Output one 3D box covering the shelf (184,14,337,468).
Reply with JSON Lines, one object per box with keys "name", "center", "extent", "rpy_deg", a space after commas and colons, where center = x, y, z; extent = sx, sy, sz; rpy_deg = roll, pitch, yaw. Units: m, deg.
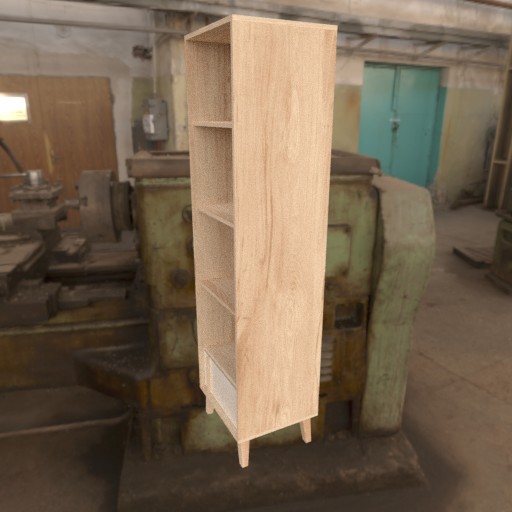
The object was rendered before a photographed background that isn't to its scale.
{"name": "shelf", "center": [0.000, 0.000, 2.140], "extent": [0.450, 1.960, 0.510], "rpy_deg": [-9, 20, -26]}
